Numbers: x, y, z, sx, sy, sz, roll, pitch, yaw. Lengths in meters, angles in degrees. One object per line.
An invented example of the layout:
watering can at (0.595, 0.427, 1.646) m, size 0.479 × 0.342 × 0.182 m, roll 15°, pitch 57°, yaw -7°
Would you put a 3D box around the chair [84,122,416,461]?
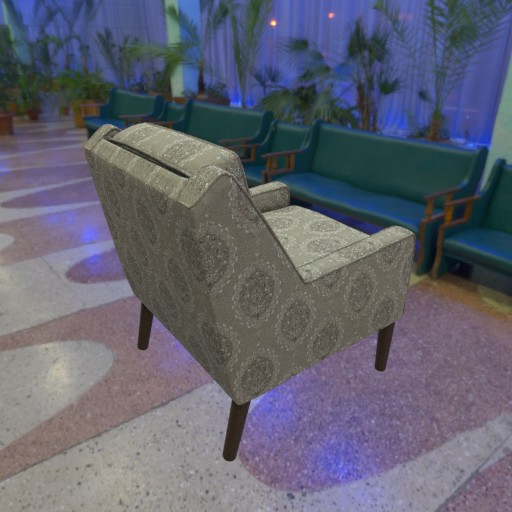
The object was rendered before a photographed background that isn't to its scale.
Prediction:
chair at (0.000, 0.000, 1.370) m, size 0.750 × 0.797 × 0.665 m, roll -18°, pitch 31°, yaw -32°
